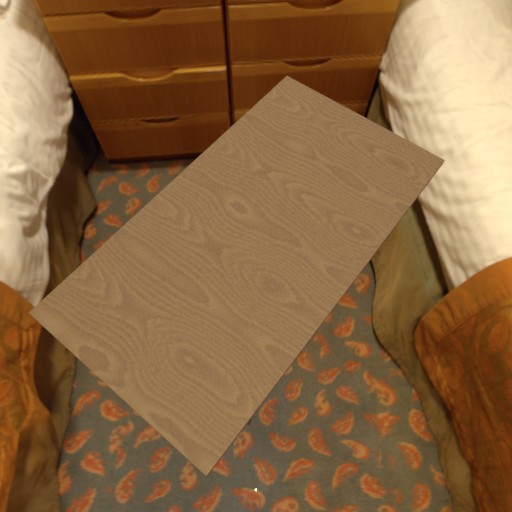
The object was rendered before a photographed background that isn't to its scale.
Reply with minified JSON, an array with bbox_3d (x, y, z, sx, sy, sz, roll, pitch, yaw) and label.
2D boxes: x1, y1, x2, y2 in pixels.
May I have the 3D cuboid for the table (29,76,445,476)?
[{"bbox_3d":[0.000,0.000,1.497,0.651,0.347,1.197,35,68,17],"label":"table"}]
